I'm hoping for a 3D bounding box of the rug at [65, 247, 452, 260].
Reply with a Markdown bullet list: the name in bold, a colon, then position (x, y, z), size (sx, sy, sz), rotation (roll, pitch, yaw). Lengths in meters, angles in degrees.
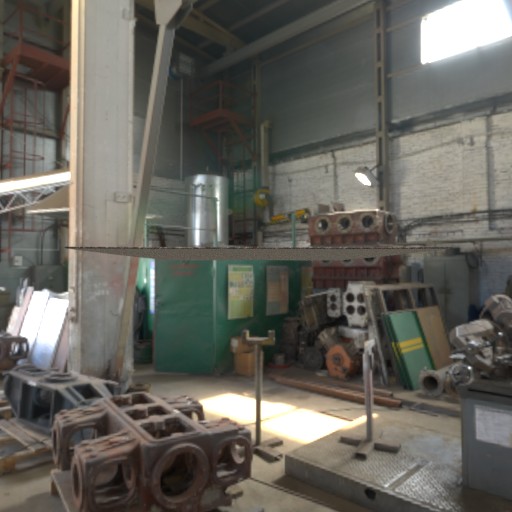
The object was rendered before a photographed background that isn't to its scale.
- **rug**: position (0.000, 0.000, 5.406), size (2.997, 0.020, 4.093), rotation (0, -2, -1)
